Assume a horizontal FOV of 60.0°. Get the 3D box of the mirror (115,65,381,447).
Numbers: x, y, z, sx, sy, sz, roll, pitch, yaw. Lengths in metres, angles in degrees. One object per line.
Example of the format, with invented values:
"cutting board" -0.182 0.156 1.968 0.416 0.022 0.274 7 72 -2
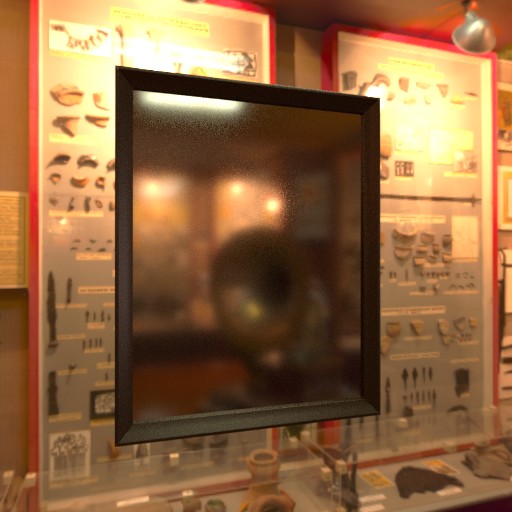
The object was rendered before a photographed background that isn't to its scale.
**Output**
"mirror" 0.000 0.000 0.669 0.406 0.509 0.041 0 0 -17
